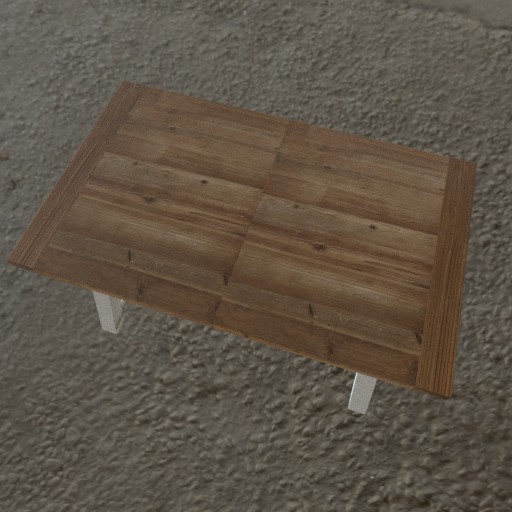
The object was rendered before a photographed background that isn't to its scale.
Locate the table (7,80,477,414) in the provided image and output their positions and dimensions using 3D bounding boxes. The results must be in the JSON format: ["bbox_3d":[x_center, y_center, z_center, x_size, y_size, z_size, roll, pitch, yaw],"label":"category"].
[{"bbox_3d":[0.000,0.000,1.946,1.503,0.743,0.922,16,63,8],"label":"table"}]
